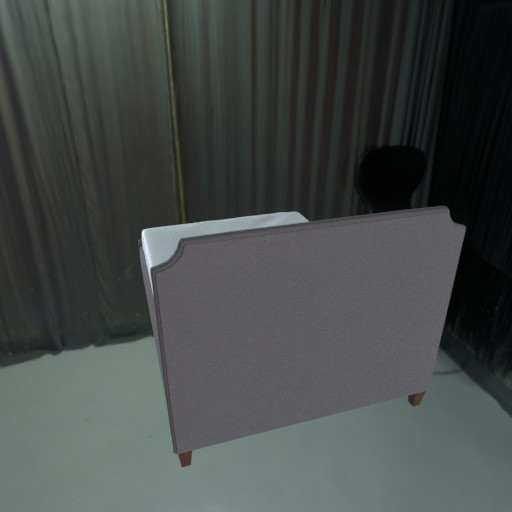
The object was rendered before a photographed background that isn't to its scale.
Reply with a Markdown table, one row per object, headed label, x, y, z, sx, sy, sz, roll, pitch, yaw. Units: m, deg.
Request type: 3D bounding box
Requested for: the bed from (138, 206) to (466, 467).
| label | x | y | z | sx | sy | sz | roll | pitch | yaw |
| --- | --- | --- | --- | --- | --- | --- | --- | --- | --- |
| bed | 0.000 | 0.000 | 3.448 | 1.713 | 1.443 | 2.372 | -8 | 27 | -16 |
